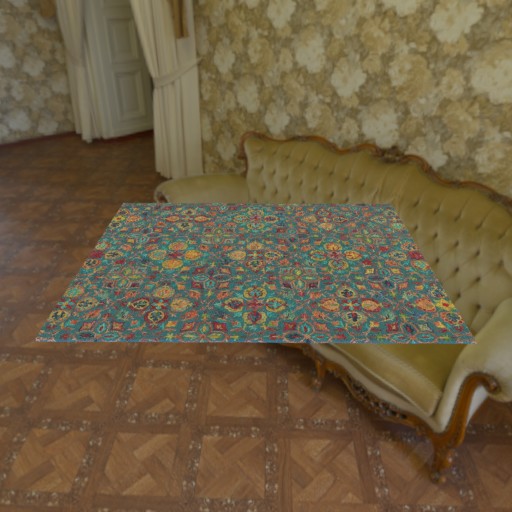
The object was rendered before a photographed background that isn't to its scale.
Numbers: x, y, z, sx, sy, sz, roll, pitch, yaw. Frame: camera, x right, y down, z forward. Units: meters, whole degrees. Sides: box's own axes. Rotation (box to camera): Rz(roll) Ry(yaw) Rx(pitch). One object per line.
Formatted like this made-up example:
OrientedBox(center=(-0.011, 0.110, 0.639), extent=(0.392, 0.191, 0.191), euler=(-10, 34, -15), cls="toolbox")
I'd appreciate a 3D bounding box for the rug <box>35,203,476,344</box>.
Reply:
OrientedBox(center=(0.000, 0.000, 4.247), extent=(3.204, 0.025, 2.434), euler=(0, 31, 0), cls="rug")
